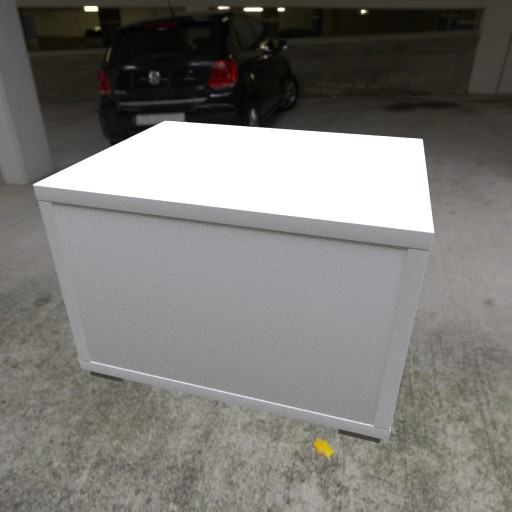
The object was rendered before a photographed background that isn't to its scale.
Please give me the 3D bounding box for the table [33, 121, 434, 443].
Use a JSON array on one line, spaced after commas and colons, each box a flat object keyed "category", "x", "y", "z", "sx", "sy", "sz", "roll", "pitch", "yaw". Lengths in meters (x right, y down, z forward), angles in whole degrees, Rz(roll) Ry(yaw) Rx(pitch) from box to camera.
[{"category": "table", "x": 0.000, "y": 0.000, "z": 0.794, "sx": 0.517, "sy": 0.357, "sz": 0.399, "roll": 8, "pitch": 31, "yaw": 14}]
